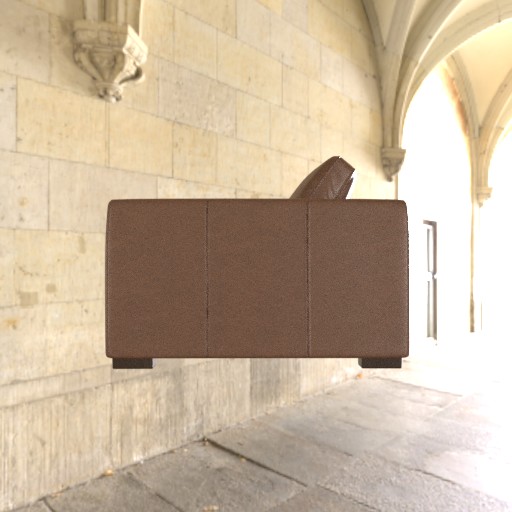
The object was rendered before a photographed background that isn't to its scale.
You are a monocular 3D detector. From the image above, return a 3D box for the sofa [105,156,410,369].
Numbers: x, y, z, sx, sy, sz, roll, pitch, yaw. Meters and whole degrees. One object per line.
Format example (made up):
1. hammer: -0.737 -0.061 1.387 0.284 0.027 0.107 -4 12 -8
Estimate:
1. sofa: 0.000 0.000 2.453 1.070 0.800 1.920 0 0 0
